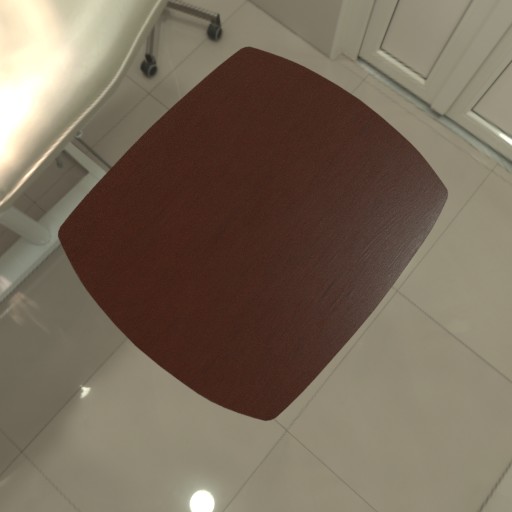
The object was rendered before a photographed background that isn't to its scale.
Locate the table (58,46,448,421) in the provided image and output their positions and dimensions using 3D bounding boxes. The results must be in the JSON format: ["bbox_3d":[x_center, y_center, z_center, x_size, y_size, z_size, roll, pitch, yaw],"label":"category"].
[{"bbox_3d":[0.000,0.000,0.889,0.433,0.496,0.502,40,79,9],"label":"table"}]
